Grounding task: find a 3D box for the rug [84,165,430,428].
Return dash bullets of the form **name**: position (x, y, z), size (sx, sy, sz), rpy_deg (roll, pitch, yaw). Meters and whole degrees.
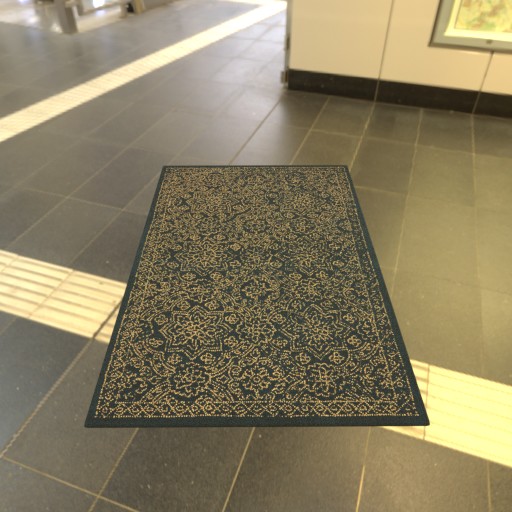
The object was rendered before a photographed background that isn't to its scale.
- **rug**: position (0.000, 0.000, 2.245), size (1.219, 0.010, 1.829), rpy_deg (0, 41, 0)
